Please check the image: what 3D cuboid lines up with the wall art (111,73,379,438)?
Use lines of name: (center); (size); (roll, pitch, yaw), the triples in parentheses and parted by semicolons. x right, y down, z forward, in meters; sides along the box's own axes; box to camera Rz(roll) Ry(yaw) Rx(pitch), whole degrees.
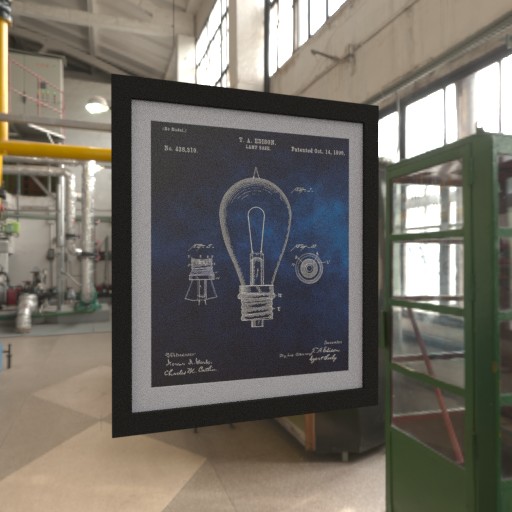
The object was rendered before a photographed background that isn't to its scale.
wall art: (0.000, 0.000, 0.691); (0.428, 0.505, 0.023); (0, 0, -18)
